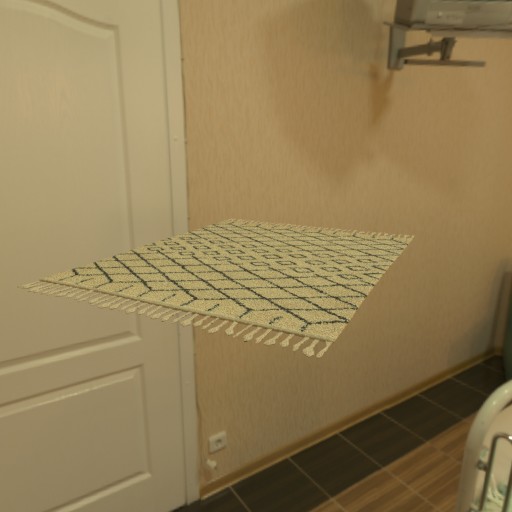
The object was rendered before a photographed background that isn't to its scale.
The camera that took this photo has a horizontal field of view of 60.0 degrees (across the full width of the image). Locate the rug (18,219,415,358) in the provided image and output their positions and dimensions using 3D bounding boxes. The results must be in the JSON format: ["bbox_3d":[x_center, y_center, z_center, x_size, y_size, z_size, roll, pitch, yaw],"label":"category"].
[{"bbox_3d":[0.000,0.000,4.131,2.388,0.030,3.213,8,17,26],"label":"rug"}]
